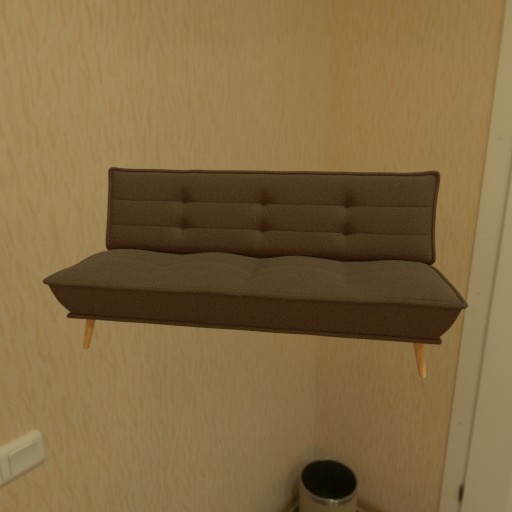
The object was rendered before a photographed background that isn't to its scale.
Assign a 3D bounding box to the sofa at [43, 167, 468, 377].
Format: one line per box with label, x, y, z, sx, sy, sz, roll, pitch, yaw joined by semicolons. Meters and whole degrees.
sofa;0.000;0.000;2.403;1.940;0.890;0.950;3;16;9
